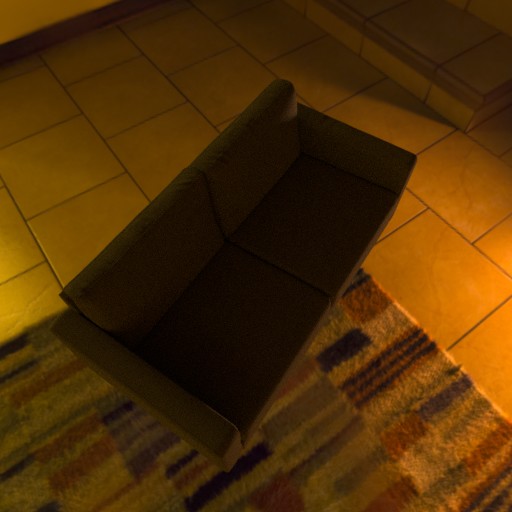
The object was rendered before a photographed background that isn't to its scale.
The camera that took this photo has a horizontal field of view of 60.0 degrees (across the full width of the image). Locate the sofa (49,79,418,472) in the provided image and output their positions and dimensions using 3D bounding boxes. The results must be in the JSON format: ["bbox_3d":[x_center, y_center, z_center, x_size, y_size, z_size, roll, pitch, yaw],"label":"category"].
[{"bbox_3d":[0.000,0.000,2.213,0.889,0.897,1.730,30,63,17],"label":"sofa"}]
